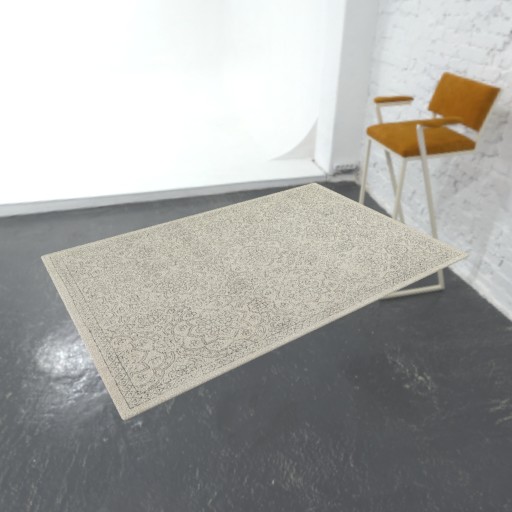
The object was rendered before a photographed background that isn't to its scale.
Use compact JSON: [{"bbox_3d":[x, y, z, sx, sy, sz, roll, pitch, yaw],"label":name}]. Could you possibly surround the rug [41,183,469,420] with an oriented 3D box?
[{"bbox_3d":[0.000,0.000,2.834,2.286,0.011,1.524,-19,36,-29],"label":"rug"}]
